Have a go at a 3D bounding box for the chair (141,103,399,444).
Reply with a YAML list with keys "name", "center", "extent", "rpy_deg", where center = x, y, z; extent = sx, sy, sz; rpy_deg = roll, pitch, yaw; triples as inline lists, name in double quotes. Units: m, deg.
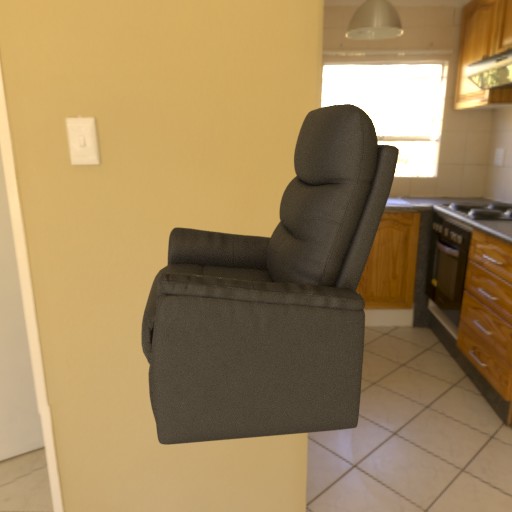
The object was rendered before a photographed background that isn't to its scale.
- name: "chair"
  center: [0.000, 0.000, 1.674]
  extent: [0.831, 1.082, 0.775]
  rpy_deg: [-2, 15, -7]
